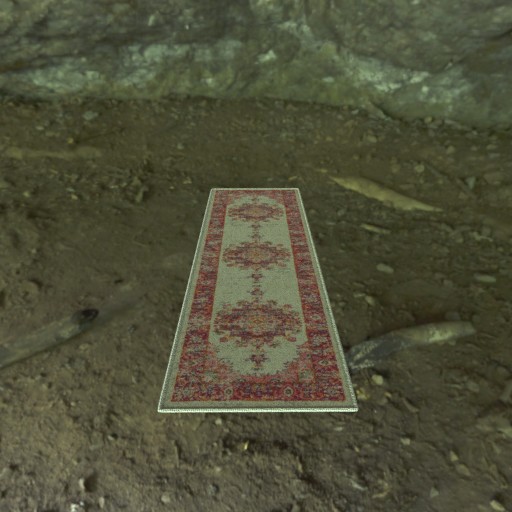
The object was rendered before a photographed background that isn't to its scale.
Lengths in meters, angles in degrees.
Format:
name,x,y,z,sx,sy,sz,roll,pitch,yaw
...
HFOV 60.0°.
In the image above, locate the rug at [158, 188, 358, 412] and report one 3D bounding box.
name,x,y,z,sx,sy,sz,roll,pitch,yaw
rug,0.000,0.000,2.031,0.562,0.009,1.824,0,28,0
